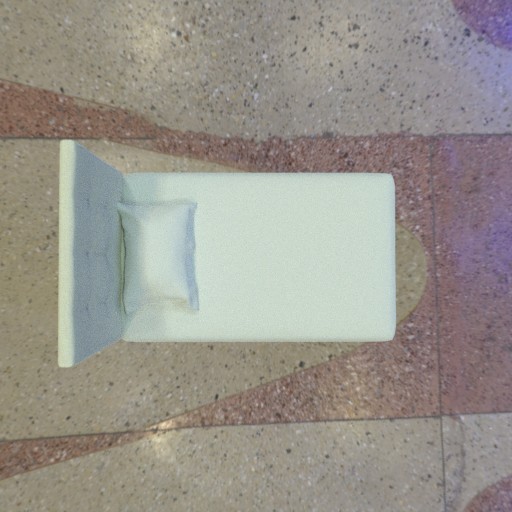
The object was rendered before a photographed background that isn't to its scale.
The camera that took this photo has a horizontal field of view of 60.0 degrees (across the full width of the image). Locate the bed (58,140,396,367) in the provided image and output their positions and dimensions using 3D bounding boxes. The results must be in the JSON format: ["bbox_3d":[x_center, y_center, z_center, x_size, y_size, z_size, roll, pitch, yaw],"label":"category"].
[{"bbox_3d":[0.000,0.000,2.975,1.997,1.571,1.261,0,89,0],"label":"bed"}]
